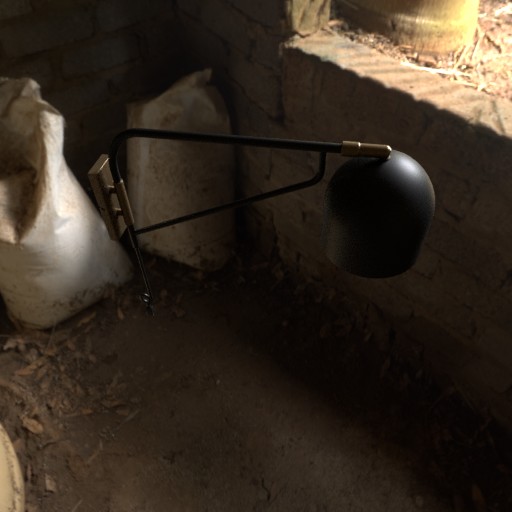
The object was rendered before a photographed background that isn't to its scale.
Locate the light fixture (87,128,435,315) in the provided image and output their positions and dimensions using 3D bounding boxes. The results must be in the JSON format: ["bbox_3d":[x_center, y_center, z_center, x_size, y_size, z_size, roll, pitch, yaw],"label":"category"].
[{"bbox_3d":[0.000,0.000,1.083,0.720,0.696,0.215,9,49,8],"label":"light fixture"}]
